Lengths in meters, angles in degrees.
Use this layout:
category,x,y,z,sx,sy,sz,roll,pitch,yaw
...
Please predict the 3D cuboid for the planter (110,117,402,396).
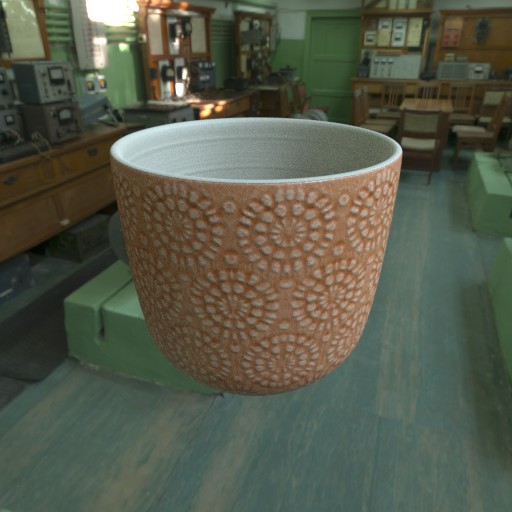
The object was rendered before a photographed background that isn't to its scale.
category,x,y,z,sx,sy,sz,roll,pitch,yaw
planter,0.000,0.000,0.369,0.208,0.190,0.208,0,26,0
